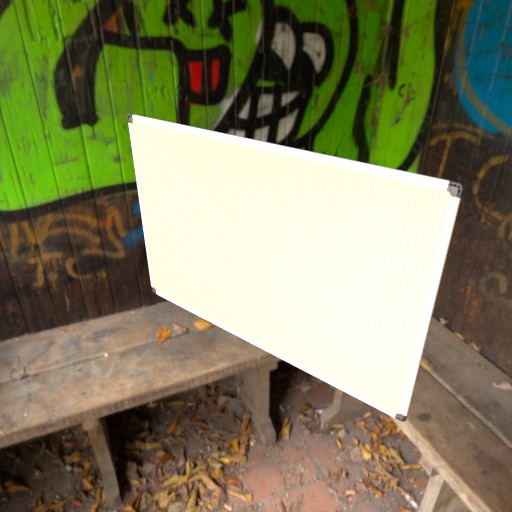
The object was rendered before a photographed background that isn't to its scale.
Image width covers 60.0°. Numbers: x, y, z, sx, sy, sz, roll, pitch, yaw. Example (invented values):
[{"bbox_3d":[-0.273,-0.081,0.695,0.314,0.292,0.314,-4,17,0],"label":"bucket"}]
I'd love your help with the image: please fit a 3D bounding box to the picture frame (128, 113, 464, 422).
[{"bbox_3d":[0.000,0.000,1.144,0.900,0.600,0.010,21,36,32],"label":"picture frame"}]
